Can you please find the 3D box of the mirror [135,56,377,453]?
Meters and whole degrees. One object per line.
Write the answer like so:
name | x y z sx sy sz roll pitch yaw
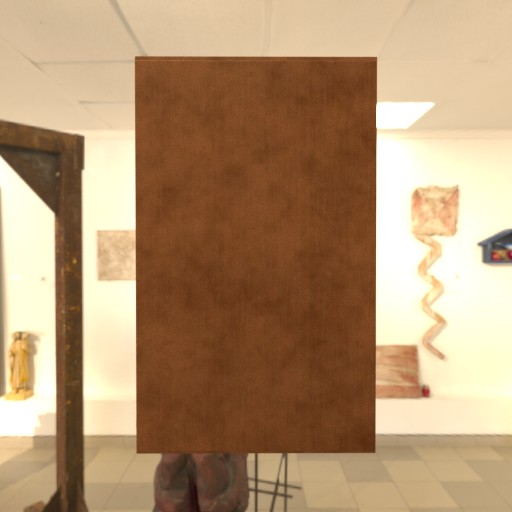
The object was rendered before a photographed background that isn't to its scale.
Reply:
mirror | 0.000 0.000 0.896 0.468 0.768 0.082 0 1 0
